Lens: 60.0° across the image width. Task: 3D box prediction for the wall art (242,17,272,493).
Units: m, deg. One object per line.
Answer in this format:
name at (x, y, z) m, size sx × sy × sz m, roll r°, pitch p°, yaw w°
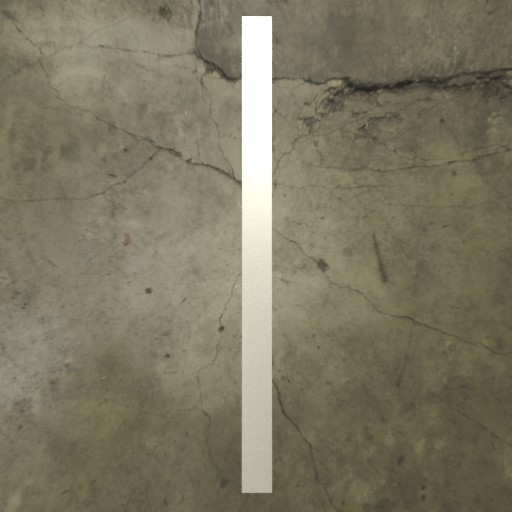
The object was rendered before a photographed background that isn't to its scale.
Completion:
wall art at (0.000, 0.000, 1.384) m, size 0.066 × 0.801 × 1.056 m, roll 0°, pitch 89°, yaw 0°
